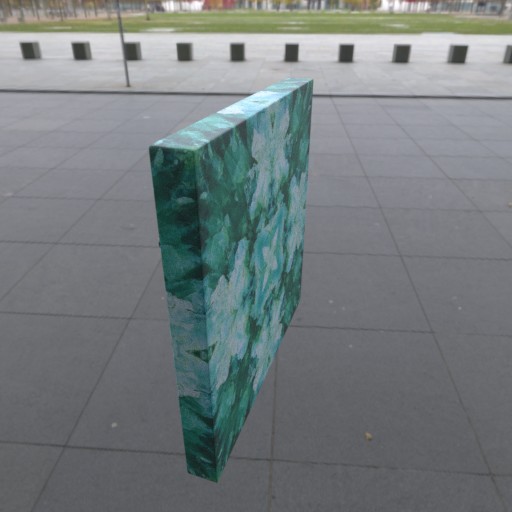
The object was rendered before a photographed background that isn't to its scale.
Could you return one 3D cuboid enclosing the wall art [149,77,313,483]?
[{"bbox_3d":[0.000,0.000,0.467,0.033,0.313,0.313,10,31,17],"label":"wall art"}]
